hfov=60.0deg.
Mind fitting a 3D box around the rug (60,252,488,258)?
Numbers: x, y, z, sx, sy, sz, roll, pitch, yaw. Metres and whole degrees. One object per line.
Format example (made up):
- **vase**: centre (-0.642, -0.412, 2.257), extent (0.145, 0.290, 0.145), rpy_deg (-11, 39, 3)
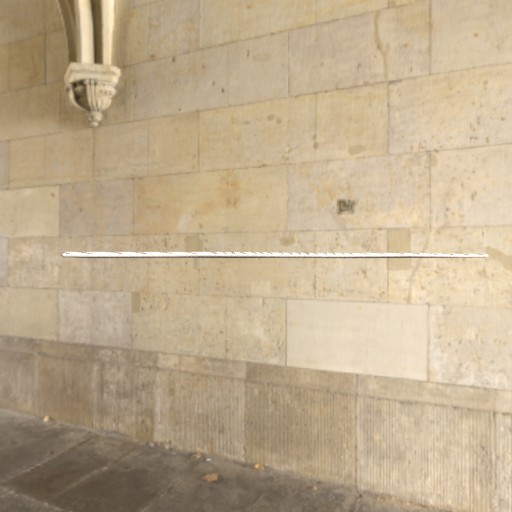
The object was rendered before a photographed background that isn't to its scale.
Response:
- **rug**: centre (0.000, 0.000, 3.224), extent (2.449, 0.028, 1.829), rpy_deg (0, 0, -19)
